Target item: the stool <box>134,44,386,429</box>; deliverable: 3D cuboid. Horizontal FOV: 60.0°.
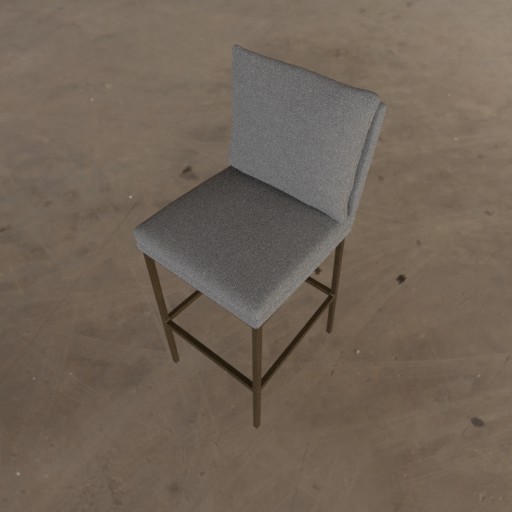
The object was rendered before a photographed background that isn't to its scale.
[{"bbox_3d":[0.000,0.000,1.449,0.463,1.132,0.569,31,55,25],"label":"stool"}]
